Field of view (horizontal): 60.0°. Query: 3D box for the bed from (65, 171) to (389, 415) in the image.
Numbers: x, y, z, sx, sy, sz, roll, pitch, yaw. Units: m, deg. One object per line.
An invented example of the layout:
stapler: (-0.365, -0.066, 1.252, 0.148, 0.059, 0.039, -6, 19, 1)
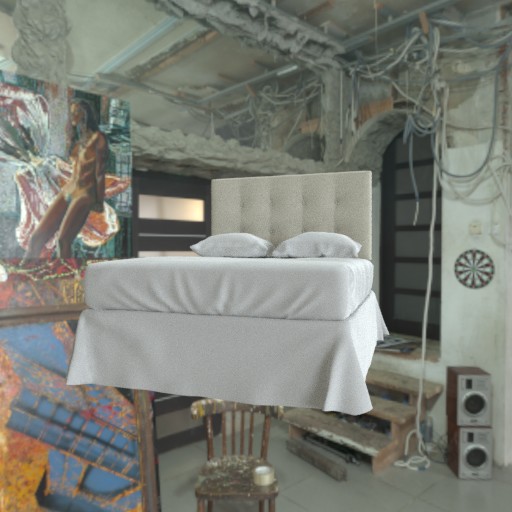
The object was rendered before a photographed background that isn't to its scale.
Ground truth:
bed: (0.000, 0.000, 3.461, 1.936, 1.577, 2.222, 0, 1, 19)
